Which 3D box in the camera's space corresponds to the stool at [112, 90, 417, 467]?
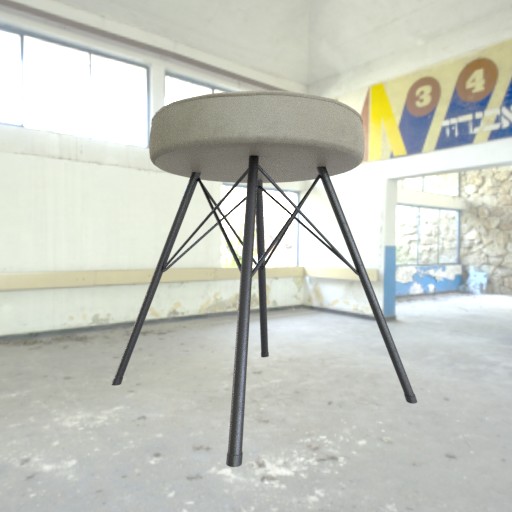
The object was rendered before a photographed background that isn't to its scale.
[{"bbox_3d":[0.000,0.000,0.873,0.423,0.538,0.457,0,1,-37],"label":"stool"}]
